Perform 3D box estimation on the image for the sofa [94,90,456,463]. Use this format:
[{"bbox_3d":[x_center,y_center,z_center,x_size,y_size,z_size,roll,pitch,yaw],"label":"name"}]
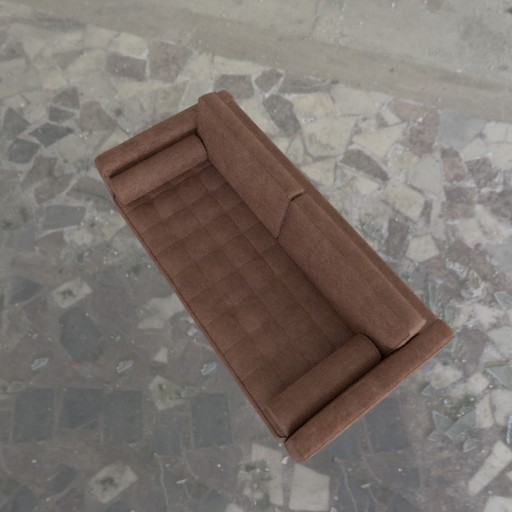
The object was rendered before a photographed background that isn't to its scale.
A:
[{"bbox_3d":[0.000,0.000,2.360,0.910,0.760,1.870,-33,69,-15],"label":"sofa"}]
